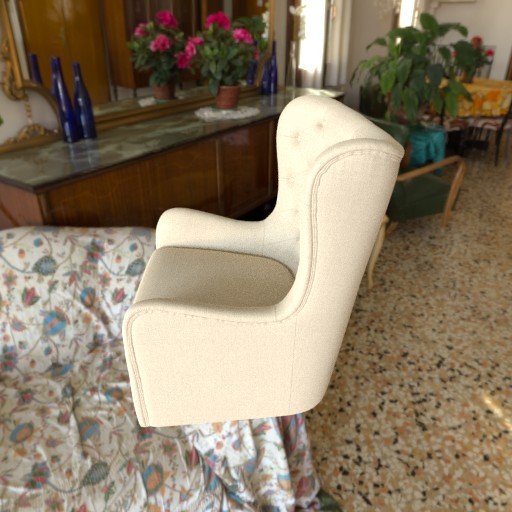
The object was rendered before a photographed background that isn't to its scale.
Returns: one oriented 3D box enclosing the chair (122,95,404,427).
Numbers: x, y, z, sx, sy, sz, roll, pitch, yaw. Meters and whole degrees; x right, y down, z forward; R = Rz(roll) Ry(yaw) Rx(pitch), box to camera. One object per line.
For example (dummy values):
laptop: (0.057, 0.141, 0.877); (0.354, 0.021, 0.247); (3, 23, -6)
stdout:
chair: (0.000, 0.000, 1.727); (0.929, 1.079, 0.831); (-1, 28, -2)
